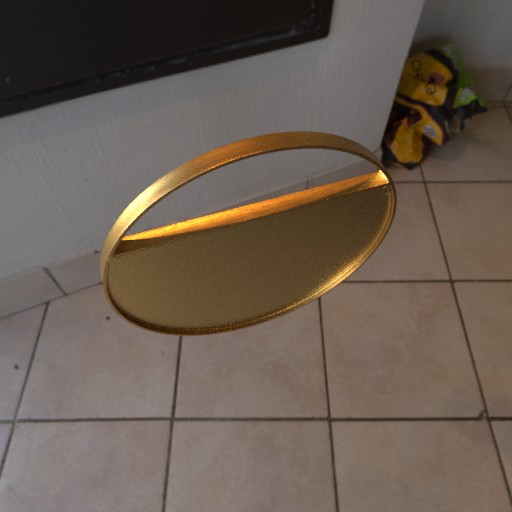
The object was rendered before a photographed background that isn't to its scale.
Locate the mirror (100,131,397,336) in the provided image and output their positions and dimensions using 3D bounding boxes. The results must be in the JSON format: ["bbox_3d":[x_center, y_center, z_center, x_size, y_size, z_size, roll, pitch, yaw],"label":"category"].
[{"bbox_3d":[0.000,0.000,0.851,0.565,0.565,0.032,-16,58,-10],"label":"mirror"}]
